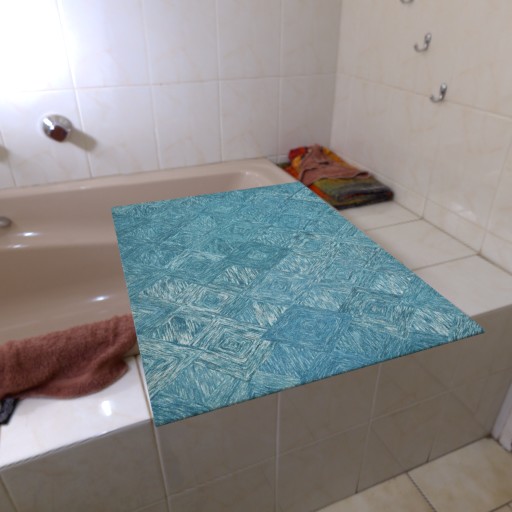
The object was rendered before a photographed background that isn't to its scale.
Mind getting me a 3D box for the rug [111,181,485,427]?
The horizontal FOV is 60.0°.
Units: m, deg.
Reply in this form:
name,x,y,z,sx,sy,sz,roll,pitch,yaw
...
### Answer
name,x,y,z,sx,sy,sz,roll,pitch,yaw
rug,0.000,0.000,4.189,2.405,0.027,3.217,-11,32,-17
